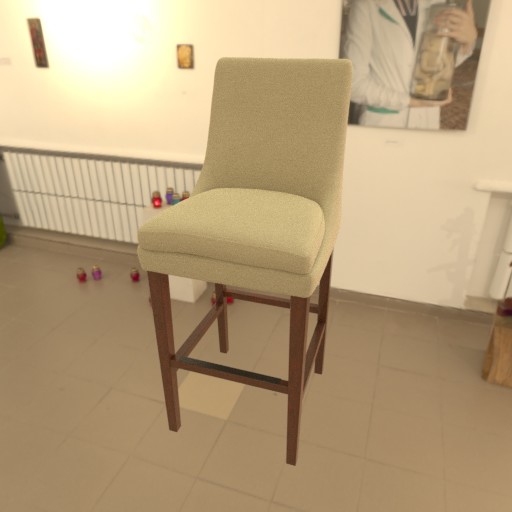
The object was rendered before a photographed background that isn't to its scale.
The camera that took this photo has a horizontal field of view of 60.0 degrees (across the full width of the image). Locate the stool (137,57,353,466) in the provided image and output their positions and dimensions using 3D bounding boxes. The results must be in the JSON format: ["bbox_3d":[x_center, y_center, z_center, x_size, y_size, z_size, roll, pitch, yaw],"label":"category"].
[{"bbox_3d":[0.000,0.000,1.343,0.470,1.078,0.577,9,28,17],"label":"stool"}]
